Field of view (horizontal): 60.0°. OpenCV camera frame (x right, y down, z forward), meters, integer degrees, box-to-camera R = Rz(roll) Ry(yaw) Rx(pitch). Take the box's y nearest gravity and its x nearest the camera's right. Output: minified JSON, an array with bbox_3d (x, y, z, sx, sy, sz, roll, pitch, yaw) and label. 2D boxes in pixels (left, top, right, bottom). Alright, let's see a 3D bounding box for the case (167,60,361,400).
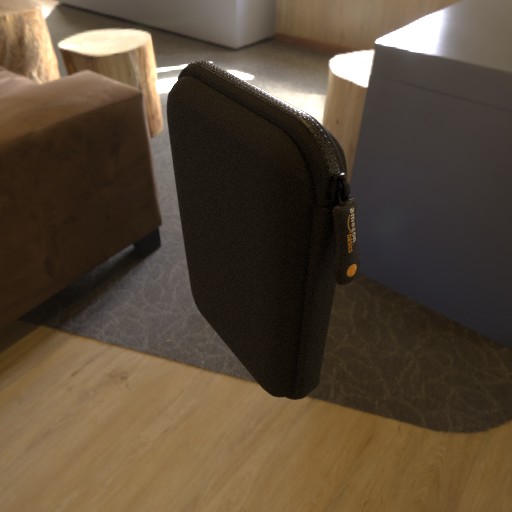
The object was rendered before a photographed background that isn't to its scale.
[{"bbox_3d":[0.000,0.000,0.196,0.030,0.147,0.107,-26,48,-26],"label":"case"}]
